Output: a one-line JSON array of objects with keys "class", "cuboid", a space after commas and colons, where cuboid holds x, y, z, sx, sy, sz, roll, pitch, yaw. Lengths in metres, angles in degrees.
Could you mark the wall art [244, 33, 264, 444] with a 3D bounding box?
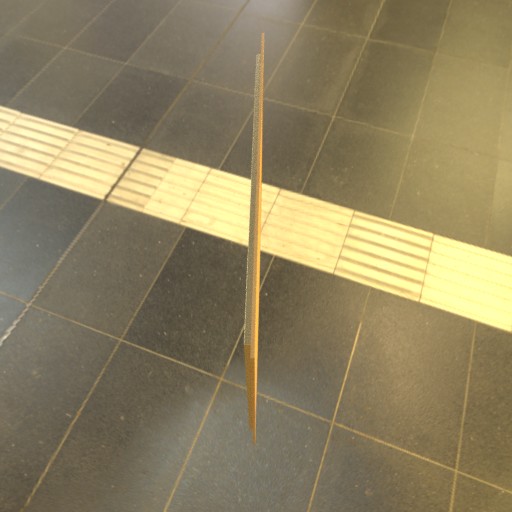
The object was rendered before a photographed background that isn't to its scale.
[{"class": "wall art", "cuboid": [0.000, 0.000, 1.689, 0.025, 1.067, 1.168, 1, 58, 1]}]
